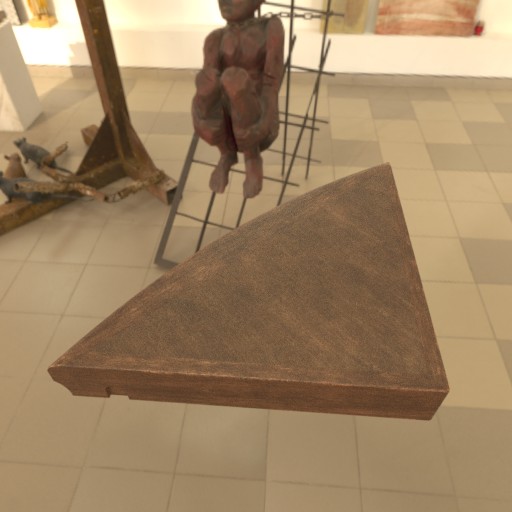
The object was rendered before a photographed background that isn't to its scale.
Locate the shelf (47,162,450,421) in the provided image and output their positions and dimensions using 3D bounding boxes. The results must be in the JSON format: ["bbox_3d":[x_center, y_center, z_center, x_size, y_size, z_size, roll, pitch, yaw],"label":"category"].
[{"bbox_3d":[0.000,0.000,0.460,0.310,0.050,0.310,3,46,3],"label":"shelf"}]
